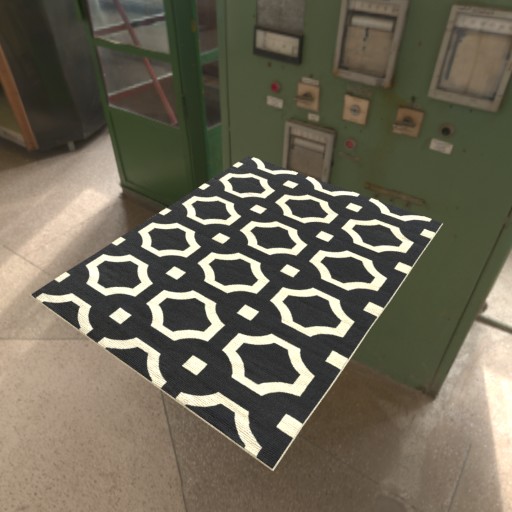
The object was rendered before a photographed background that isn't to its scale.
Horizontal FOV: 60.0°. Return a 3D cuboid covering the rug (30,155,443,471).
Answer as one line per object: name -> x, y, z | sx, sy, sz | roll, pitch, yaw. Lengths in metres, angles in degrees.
rug -> 0.000, 0.000, 4.096 | 2.466, 0.021, 3.049 | 25, 46, 27
